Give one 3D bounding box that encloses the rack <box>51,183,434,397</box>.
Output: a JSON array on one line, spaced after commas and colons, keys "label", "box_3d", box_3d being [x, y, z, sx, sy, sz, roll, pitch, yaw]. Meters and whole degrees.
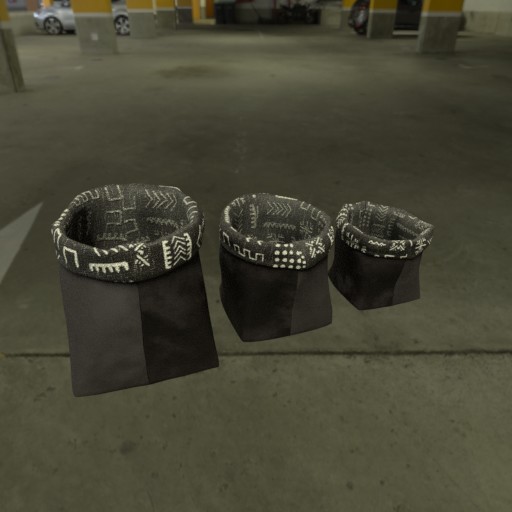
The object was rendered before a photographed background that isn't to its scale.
[{"label": "rack", "box_3d": [0.000, 0.000, 1.082, 0.905, 0.323, 0.379, -10, 31, -16]}]
